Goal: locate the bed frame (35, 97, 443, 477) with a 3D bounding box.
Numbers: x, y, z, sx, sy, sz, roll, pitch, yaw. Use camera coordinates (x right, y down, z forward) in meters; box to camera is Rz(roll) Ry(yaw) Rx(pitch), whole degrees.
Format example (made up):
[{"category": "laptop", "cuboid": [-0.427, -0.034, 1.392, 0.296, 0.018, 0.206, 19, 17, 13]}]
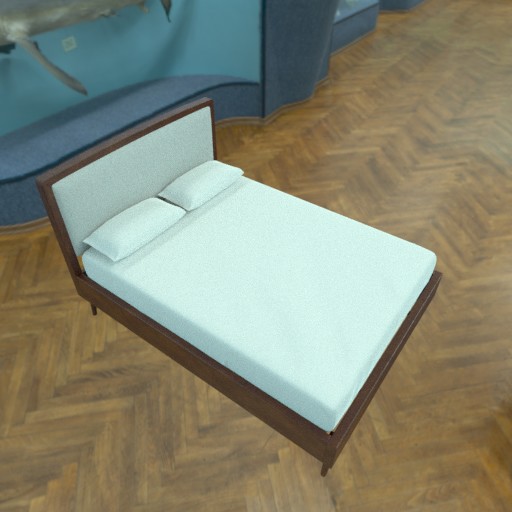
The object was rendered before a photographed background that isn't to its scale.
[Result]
[{"category": "bed frame", "cuboid": [0.000, 0.000, 3.081, 2.171, 1.279, 1.587, 26, 48, 26]}]
